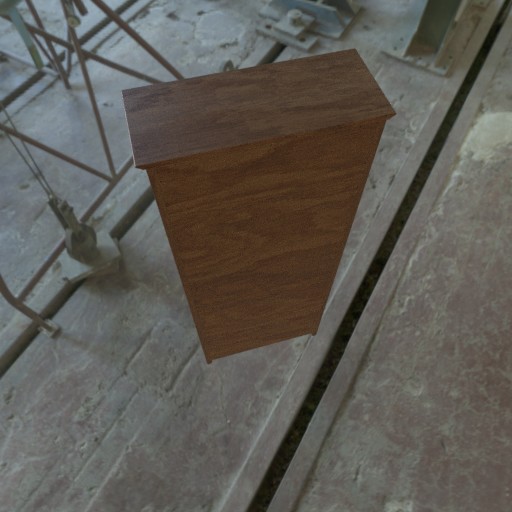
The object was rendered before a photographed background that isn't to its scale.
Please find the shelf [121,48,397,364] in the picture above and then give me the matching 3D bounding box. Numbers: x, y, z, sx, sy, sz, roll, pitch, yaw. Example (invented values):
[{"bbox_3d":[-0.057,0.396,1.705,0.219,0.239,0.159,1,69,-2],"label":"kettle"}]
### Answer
[{"bbox_3d":[0.000,0.000,2.208,0.805,1.905,0.335,-14,60,-8],"label":"shelf"}]
